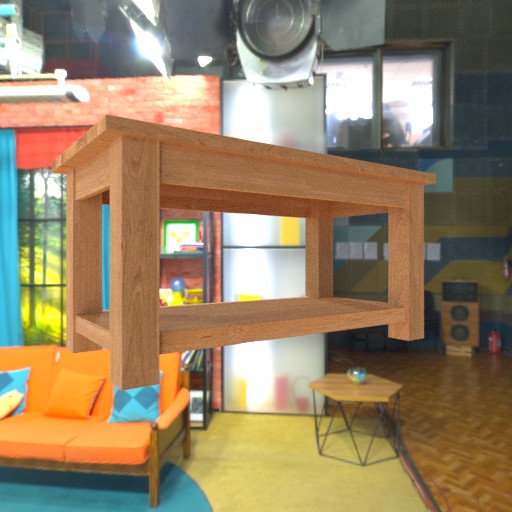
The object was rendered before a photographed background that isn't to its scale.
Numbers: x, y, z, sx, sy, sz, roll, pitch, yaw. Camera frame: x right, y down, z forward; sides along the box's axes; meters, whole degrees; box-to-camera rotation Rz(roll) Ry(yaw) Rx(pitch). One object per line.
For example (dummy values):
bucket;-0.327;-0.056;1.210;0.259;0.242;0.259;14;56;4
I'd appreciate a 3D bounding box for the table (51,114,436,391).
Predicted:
table;0.000;0.000;1.149;0.899;0.452;0.450;0;0;-35
